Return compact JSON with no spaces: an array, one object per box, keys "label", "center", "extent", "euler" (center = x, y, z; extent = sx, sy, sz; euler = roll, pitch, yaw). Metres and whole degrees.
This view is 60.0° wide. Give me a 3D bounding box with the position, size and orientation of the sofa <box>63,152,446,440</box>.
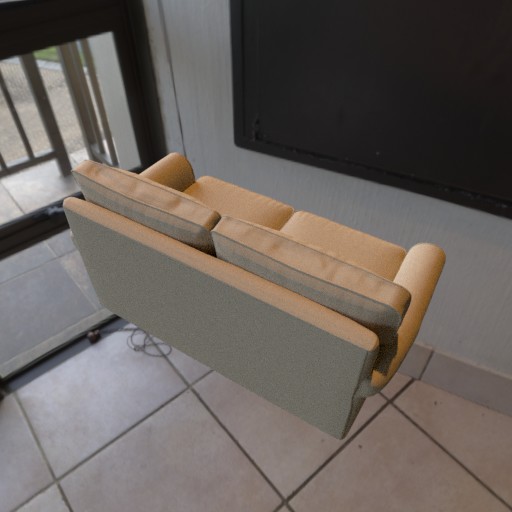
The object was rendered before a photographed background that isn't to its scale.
[{"label":"sofa","center":[0.000,0.000,2.219],"extent":[1.665,0.937,0.964],"euler":[23,49,22]}]
